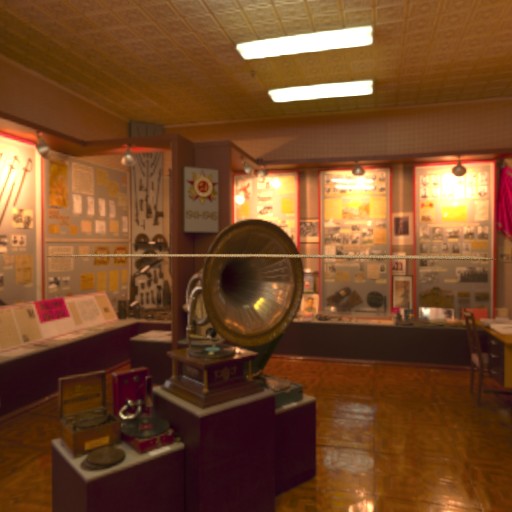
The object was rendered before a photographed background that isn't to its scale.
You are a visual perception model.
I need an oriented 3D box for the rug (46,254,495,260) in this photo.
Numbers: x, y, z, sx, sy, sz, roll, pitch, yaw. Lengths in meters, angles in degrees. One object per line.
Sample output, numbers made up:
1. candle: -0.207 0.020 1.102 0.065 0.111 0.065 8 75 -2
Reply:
1. rug: 0.000 0.000 2.540 2.335 0.013 0.697 0 1 17
